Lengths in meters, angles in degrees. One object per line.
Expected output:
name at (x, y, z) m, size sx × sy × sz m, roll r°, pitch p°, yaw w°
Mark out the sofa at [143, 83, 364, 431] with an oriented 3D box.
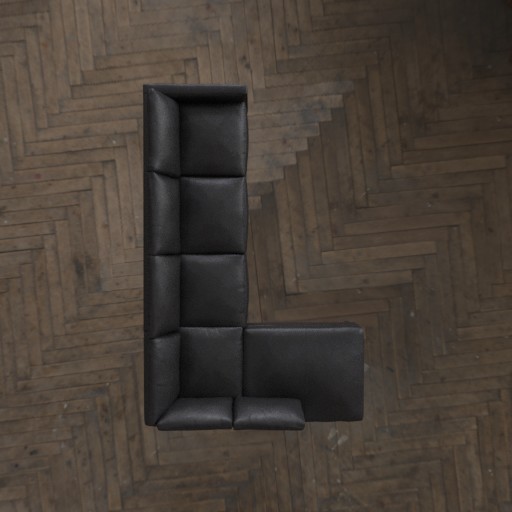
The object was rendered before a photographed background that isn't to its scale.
sofa at (0.000, 0.000, 4.018) m, size 1.938 × 0.877 × 2.984 m, roll 0°, pitch 90°, yaw 0°
